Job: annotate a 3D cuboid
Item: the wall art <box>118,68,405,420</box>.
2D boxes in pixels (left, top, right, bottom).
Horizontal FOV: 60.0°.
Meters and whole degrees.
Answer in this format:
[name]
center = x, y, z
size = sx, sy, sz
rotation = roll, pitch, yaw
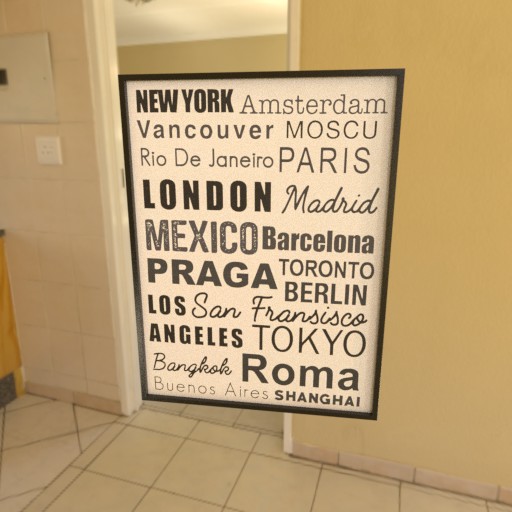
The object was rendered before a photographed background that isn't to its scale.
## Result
[wall art]
center = 0.000, 0.000, 1.357
size = 0.788, 1.046, 0.043
rotation = 2, 15, 8
